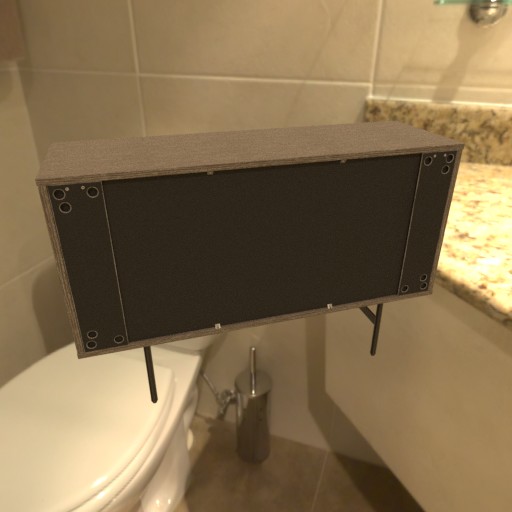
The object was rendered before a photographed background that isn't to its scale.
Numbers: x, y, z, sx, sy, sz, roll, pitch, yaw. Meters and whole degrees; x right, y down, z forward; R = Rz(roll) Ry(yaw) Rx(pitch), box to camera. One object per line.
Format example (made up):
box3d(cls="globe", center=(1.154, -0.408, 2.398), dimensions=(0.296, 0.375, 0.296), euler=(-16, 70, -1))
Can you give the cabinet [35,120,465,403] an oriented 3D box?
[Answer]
box3d(cls="cabinet", center=(0.000, 0.000, 1.535), dimensions=(1.194, 0.787, 0.405), euler=(-8, 29, -15))
